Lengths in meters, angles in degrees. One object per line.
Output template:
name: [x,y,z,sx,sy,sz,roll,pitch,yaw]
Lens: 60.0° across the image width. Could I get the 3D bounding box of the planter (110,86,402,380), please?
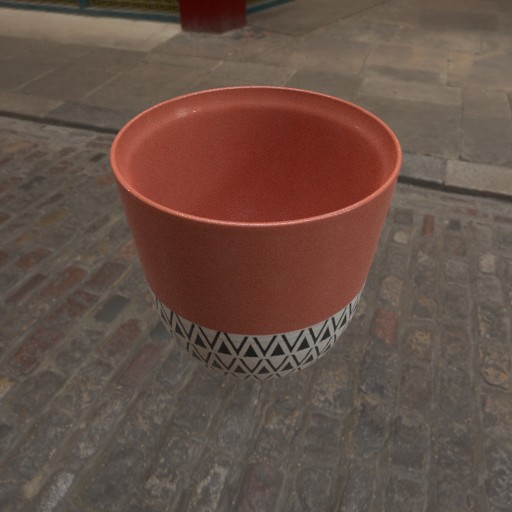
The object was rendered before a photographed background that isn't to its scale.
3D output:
planter: [0.000,0.000,0.374,0.195,0.214,0.195,0,41,0]
